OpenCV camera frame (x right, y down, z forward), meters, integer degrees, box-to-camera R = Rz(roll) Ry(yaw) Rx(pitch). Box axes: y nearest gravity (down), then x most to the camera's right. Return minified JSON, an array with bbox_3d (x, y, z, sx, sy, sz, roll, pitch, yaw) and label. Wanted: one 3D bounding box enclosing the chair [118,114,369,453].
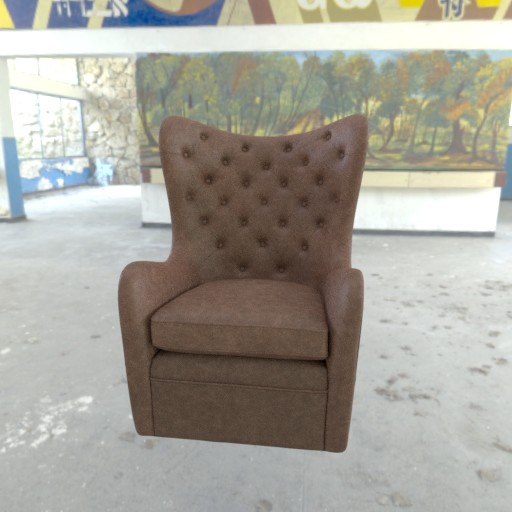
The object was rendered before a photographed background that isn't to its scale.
[{"bbox_3d":[0.000,0.000,1.725,0.831,1.079,0.930,2,14,7],"label":"chair"}]
